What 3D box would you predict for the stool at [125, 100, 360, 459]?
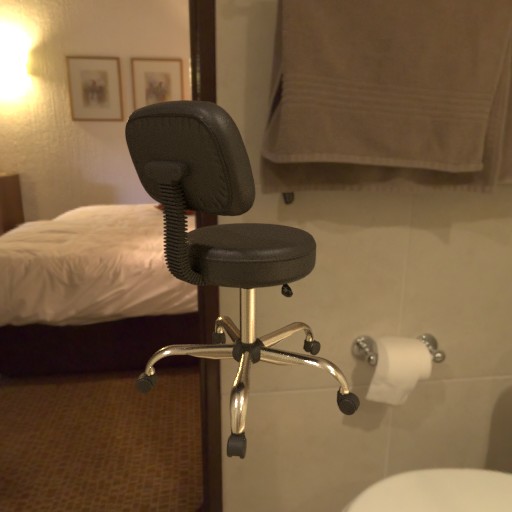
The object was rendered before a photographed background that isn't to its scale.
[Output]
[{"bbox_3d":[0.000,0.000,1.349,0.648,0.862,0.673,-14,20,-43],"label":"stool"}]
